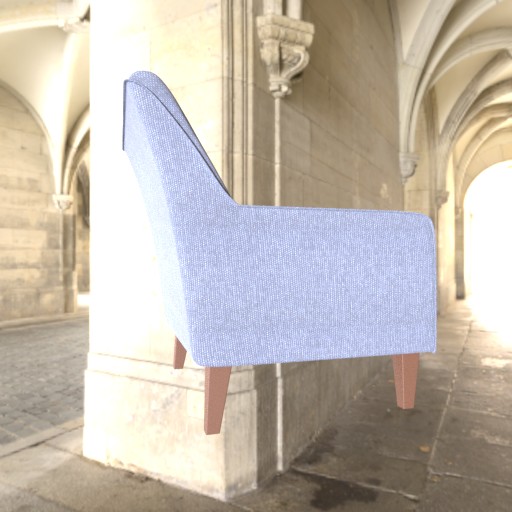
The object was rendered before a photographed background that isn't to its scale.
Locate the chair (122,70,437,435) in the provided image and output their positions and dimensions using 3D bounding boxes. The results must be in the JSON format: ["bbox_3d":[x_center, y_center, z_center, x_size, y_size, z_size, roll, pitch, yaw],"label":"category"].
[{"bbox_3d":[0.000,0.000,1.555,0.899,0.919,0.780,0,0,-17],"label":"chair"}]
